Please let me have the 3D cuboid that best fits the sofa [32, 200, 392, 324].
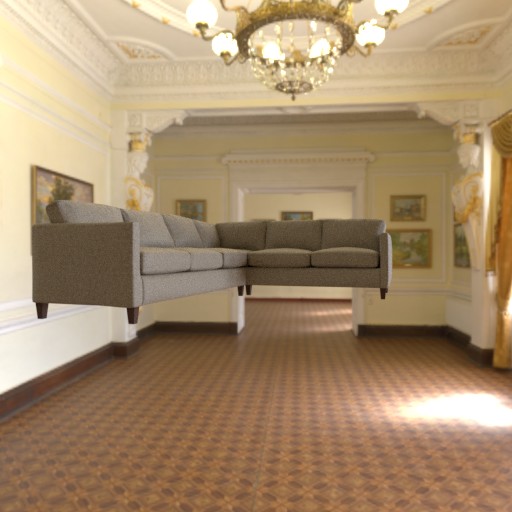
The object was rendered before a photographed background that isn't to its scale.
[{"bbox_3d":[0.000,0.000,4.495,2.593,0.947,3.302,0,0,18],"label":"sofa"}]
